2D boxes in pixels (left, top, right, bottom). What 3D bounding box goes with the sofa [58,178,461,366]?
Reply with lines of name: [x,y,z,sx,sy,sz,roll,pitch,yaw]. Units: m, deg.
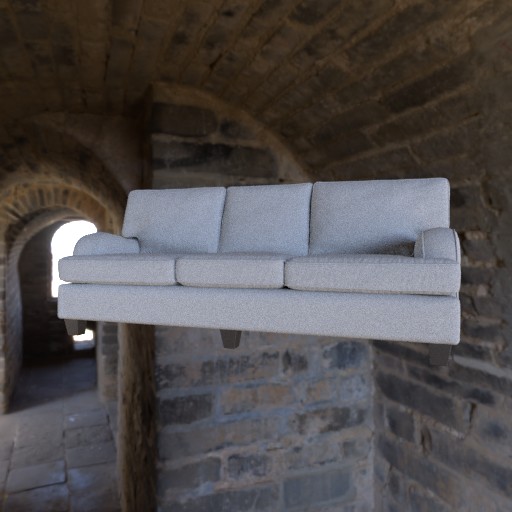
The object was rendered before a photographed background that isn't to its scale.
sofa: [0.000,0.000,2.826,2.323,0.997,1.016,0,1,19]
